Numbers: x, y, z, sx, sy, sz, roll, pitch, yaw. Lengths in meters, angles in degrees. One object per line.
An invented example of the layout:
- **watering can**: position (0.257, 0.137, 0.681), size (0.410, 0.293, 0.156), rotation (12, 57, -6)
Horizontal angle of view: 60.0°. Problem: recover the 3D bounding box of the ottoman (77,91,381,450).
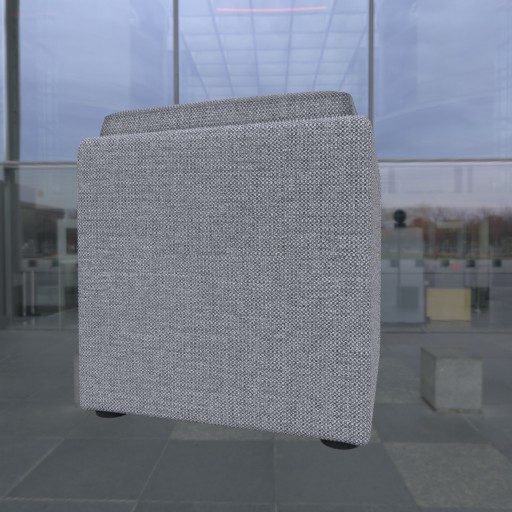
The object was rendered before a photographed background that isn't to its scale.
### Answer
- **ottoman**: position (0.000, 0.000, 0.824), size (0.436, 0.487, 0.454), rotation (0, 2, 17)
